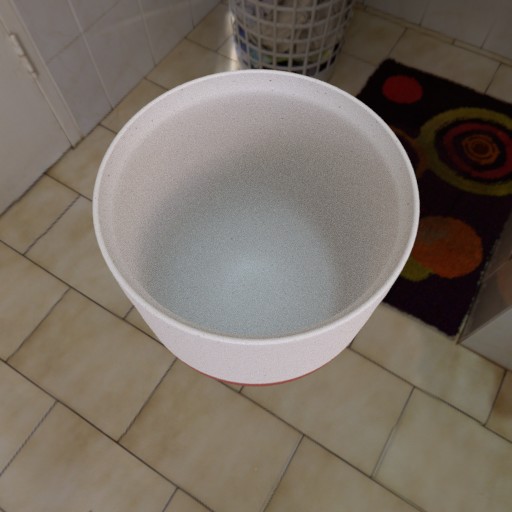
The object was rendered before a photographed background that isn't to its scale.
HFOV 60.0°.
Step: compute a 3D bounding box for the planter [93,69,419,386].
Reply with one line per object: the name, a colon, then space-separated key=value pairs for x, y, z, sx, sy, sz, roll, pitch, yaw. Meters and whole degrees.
planter: x=0.000 y=0.000 z=0.484 sx=0.268 sy=0.270 sz=0.268 roll=0 pitch=64 yaw=0
